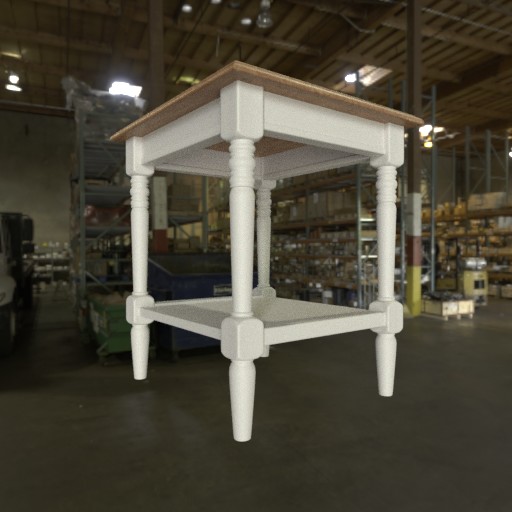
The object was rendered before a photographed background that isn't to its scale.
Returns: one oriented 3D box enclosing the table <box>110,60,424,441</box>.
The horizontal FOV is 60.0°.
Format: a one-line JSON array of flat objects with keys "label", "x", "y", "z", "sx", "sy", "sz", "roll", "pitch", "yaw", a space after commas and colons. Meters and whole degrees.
[{"label": "table", "x": 0.000, "y": 0.000, "z": 0.953, "sx": 0.457, "sy": 0.561, "sz": 0.508, "roll": -1, "pitch": 1, "yaw": -37}]
